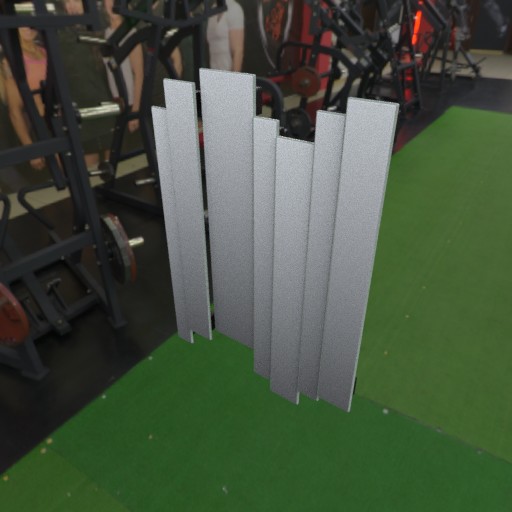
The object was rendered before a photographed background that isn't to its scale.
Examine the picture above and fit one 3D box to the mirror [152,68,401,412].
[{"bbox_3d":[0.000,0.000,0.799,0.445,0.611,0.058,20,37,30],"label":"mirror"}]
